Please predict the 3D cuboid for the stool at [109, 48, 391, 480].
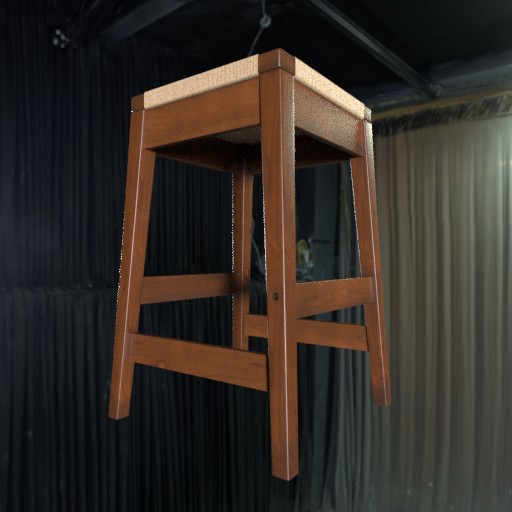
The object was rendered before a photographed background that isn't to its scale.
[{"bbox_3d":[0.000,0.000,1.101,0.507,0.762,0.497,0,0,37],"label":"stool"}]
